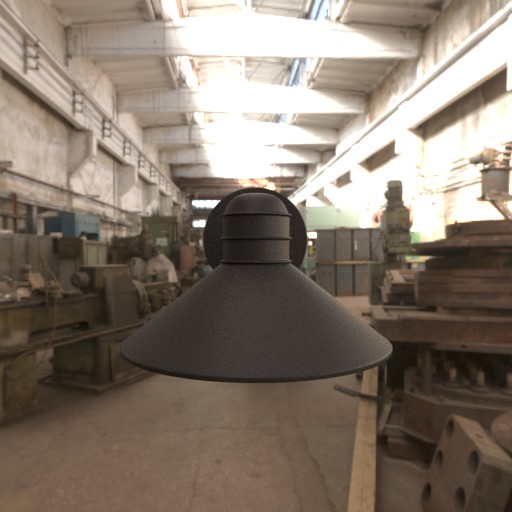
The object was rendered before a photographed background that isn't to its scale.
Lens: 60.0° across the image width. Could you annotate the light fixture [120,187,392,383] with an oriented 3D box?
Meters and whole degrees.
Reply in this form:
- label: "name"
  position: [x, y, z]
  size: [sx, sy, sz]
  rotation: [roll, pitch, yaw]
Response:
- label: "light fixture"
  position: [0.000, 0.000, 0.690]
  size: [0.396, 0.265, 0.434]
  rotation: [0, 1, 0]
